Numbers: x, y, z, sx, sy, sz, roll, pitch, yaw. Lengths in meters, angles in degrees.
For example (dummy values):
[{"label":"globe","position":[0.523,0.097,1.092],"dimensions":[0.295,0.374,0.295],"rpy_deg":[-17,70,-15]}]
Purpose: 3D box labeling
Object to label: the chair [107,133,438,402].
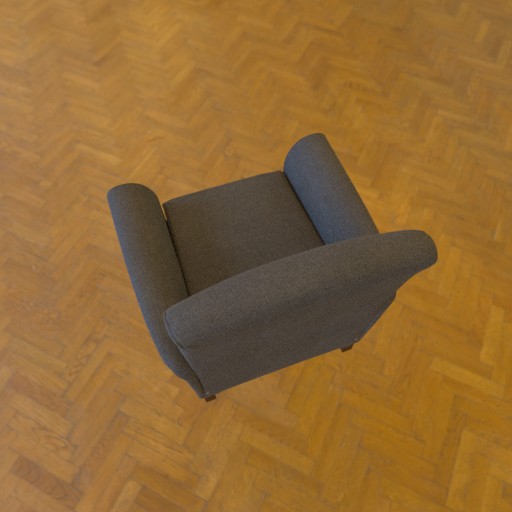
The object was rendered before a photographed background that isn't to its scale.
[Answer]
[{"label":"chair","position":[0.000,0.000,1.733],"dimensions":[0.978,1.061,0.905],"rpy_deg":[-17,60,-10]}]
